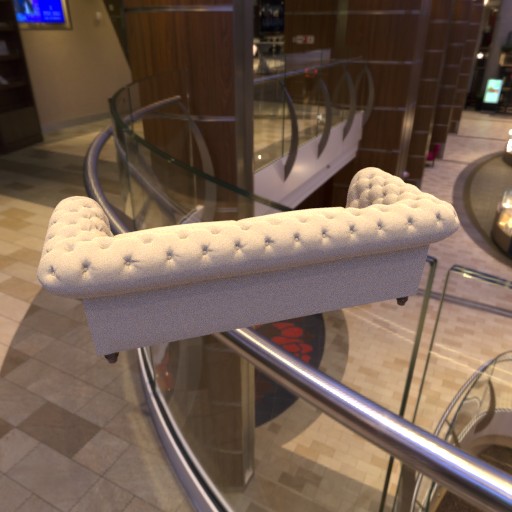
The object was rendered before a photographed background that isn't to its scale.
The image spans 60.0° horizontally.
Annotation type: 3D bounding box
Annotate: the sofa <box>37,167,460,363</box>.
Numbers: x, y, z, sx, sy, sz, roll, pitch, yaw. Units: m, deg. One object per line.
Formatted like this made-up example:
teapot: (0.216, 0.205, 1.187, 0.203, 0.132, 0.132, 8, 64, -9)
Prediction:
sofa: (0.000, 0.000, 3.158, 2.694, 0.847, 1.076, -8, 29, -16)
